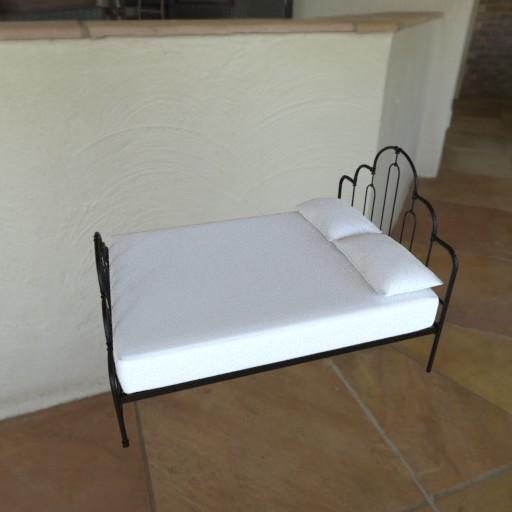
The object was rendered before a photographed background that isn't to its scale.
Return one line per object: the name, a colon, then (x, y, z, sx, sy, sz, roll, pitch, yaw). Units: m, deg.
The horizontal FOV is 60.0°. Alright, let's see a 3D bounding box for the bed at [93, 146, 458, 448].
bed: (0.000, 0.000, 3.266, 2.181, 1.444, 1.626, -9, 31, -15)
